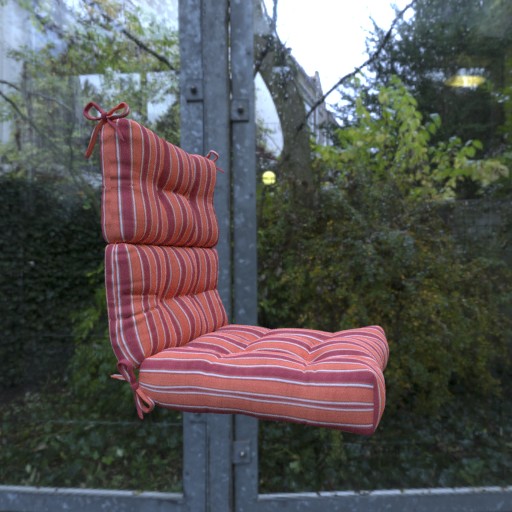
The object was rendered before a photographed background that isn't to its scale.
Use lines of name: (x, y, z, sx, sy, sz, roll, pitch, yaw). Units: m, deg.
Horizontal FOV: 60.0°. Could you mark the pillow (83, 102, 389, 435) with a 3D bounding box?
pillow: (0.000, 0.000, 1.004, 0.571, 0.605, 0.519, 0, 0, 18)
